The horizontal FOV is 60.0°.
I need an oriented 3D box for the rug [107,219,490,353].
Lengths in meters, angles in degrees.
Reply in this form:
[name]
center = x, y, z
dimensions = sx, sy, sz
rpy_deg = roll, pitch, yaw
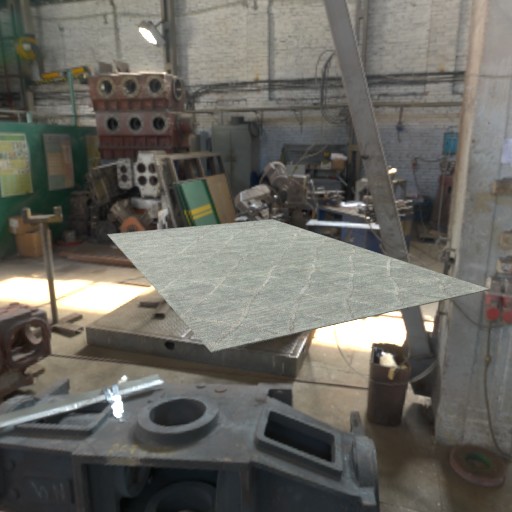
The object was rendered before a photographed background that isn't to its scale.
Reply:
[rug]
center = 0.000, 0.000, 2.918
dimensions = 1.521, 0.006, 2.283
rpy_deg = -7, 17, -26
